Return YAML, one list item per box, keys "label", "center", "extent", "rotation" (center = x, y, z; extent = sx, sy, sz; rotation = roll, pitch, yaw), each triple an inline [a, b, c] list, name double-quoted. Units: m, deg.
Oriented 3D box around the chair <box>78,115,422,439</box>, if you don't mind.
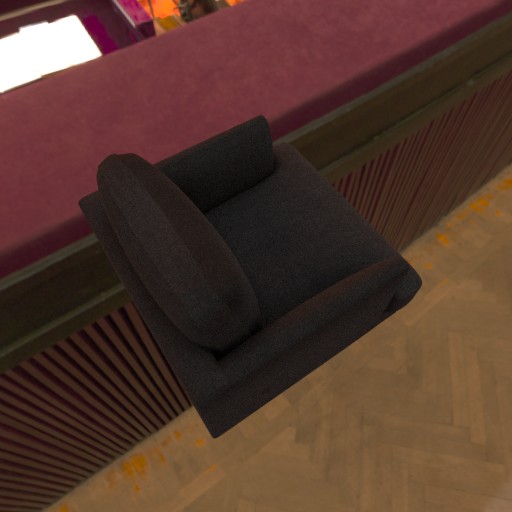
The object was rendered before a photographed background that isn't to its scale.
- label: "chair"
  center: [0.000, 0.000, 1.616]
  extent: [0.899, 0.957, 0.858]
  rotation: [-30, 63, -17]
